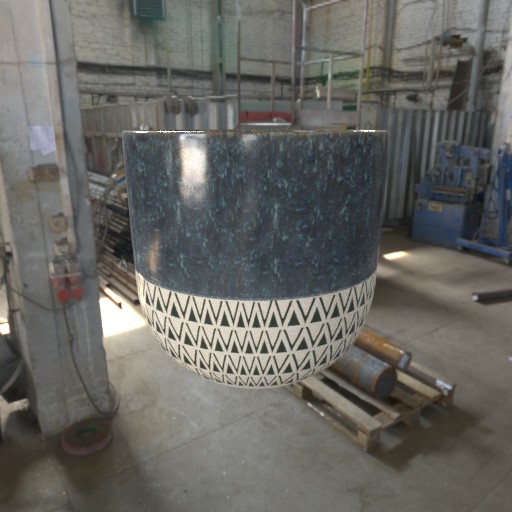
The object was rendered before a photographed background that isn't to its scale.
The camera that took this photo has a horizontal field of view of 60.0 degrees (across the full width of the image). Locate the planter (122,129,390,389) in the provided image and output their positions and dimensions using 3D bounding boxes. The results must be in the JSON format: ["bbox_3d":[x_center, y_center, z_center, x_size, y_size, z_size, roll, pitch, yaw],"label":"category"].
[{"bbox_3d":[0.000,0.000,0.494,0.266,0.270,0.266,0,16,0],"label":"planter"}]
